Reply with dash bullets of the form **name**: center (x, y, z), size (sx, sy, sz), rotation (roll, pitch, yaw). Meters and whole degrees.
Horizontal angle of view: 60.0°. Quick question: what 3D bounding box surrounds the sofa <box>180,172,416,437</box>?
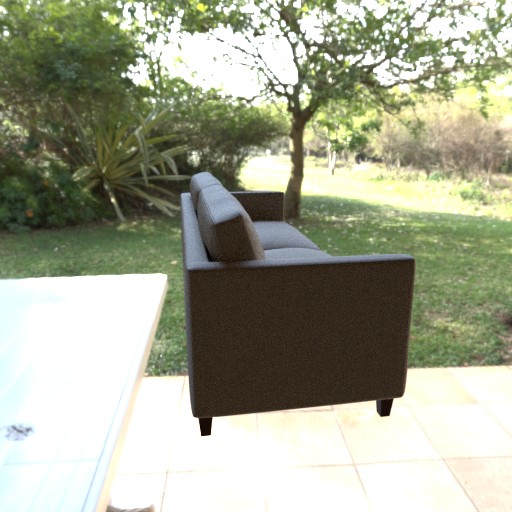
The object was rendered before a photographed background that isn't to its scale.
- **sofa**: center (0.000, 0.000, 2.905), size (0.951, 0.965, 2.434), rotation (-3, 15, -9)
